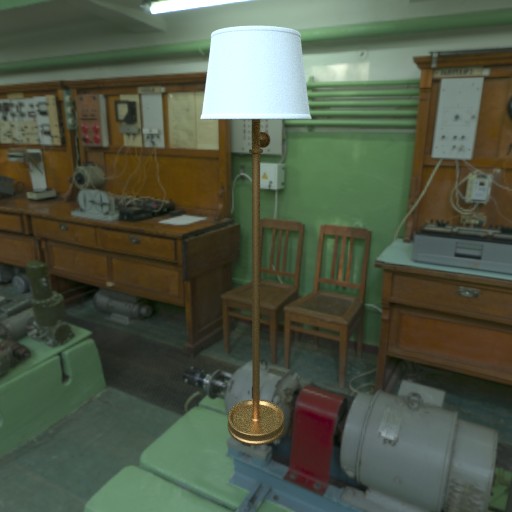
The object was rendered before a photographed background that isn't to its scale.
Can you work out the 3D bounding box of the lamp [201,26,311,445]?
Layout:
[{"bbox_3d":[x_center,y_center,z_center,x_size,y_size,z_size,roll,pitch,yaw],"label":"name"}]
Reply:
[{"bbox_3d":[0.000,0.000,0.785,0.178,0.710,0.178,0,17,0],"label":"lamp"}]
